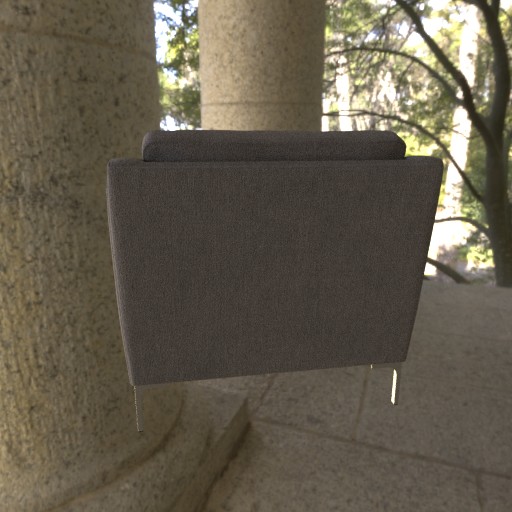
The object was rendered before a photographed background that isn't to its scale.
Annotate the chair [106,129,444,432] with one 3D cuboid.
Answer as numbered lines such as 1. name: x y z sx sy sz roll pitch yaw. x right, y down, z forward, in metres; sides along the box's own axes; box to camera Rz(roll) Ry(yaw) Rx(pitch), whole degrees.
1. chair: 0.000 0.000 1.525 0.847 0.828 0.849 -3 15 -9
